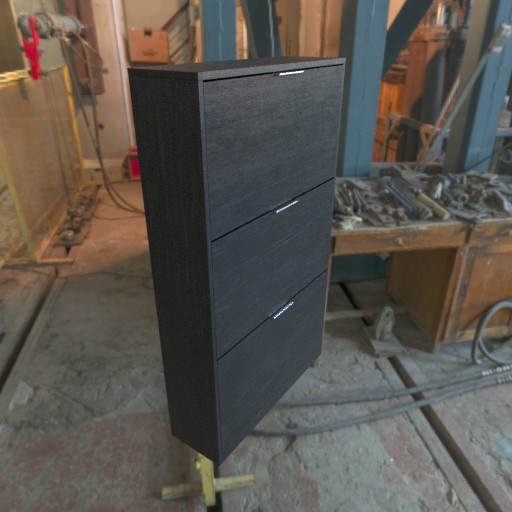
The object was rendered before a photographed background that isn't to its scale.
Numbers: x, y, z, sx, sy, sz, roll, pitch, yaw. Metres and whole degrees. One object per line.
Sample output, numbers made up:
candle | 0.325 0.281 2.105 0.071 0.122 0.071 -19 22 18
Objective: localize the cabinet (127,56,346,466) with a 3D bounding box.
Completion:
cabinet | 0.000 0.000 1.595 0.250 1.280 0.750 18 32 31
